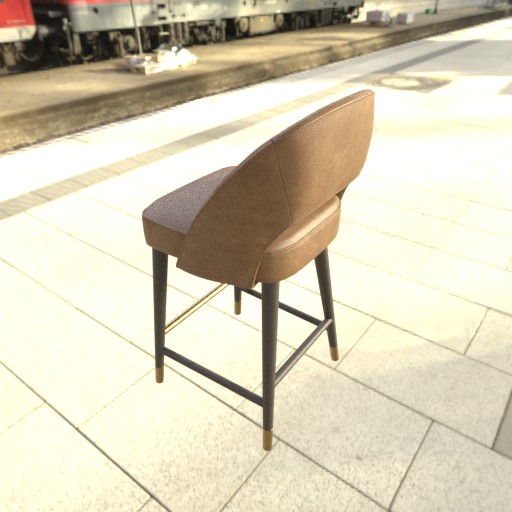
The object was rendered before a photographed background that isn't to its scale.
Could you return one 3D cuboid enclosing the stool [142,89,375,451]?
[{"bbox_3d":[0.000,0.000,1.255,0.509,0.940,0.494,21,38,29],"label":"stool"}]
